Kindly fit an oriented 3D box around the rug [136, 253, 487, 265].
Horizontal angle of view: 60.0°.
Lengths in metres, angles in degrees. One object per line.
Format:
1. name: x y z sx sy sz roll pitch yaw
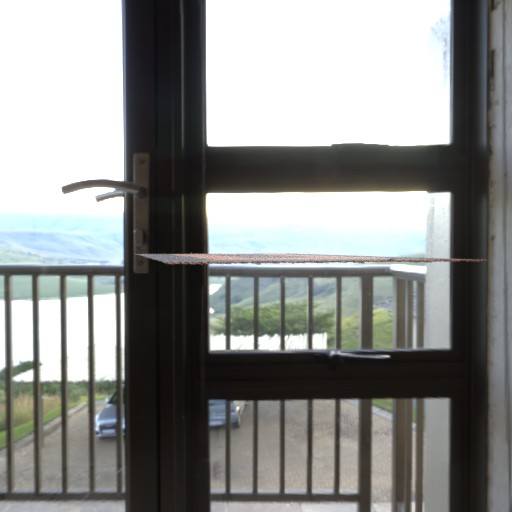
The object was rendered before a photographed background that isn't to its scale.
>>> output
1. rug: 0.000 0.000 1.869 0.920 0.013 1.541 0 1 -18
